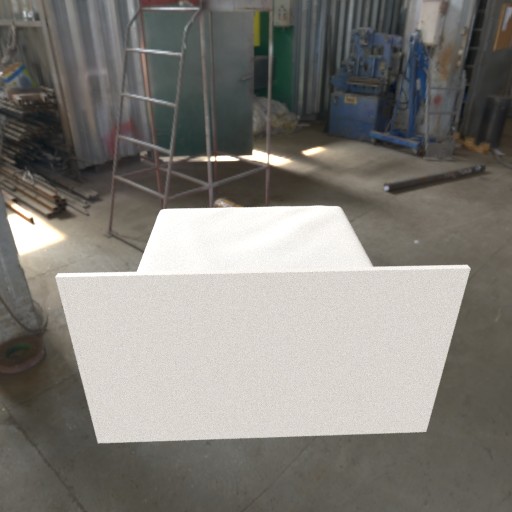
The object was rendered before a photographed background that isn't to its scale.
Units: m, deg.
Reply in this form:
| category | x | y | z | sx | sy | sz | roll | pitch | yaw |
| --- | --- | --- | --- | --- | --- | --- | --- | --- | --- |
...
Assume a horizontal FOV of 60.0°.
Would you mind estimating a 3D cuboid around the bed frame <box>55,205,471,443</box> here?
| category | x | y | z | sx | sy | sz | roll | pitch | yaw |
| --- | --- | --- | --- | --- | --- | --- | --- | --- | --- |
| bed frame | 0.000 | 0.000 | 2.983 | 1.711 | 1.001 | 2.100 | -1 | 29 | -2 |
